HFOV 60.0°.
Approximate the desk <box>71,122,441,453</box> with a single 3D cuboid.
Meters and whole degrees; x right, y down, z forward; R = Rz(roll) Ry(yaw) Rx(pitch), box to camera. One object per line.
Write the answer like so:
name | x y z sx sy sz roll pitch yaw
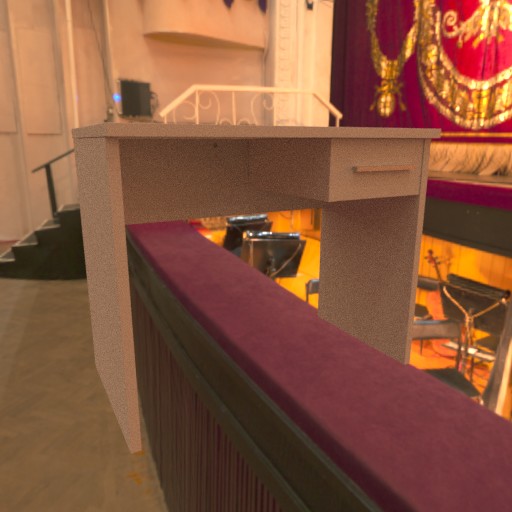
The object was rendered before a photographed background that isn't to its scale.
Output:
desk | 0.000 0.000 1.323 0.900 0.729 0.498 -8 16 -28
